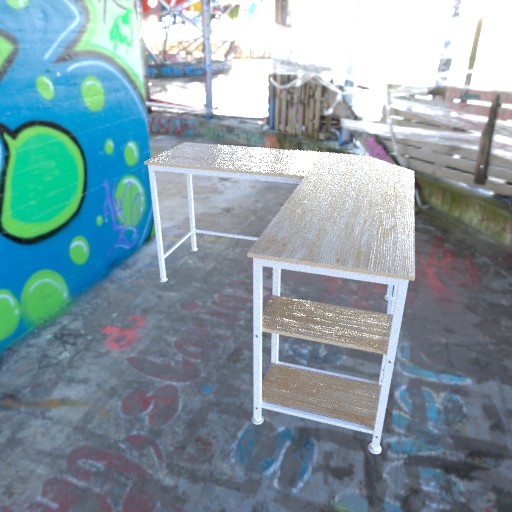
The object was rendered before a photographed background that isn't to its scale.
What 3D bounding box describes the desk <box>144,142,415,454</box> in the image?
[{"bbox_3d":[0.000,0.000,2.194,1.379,0.739,1.379,8,28,16],"label":"desk"}]
